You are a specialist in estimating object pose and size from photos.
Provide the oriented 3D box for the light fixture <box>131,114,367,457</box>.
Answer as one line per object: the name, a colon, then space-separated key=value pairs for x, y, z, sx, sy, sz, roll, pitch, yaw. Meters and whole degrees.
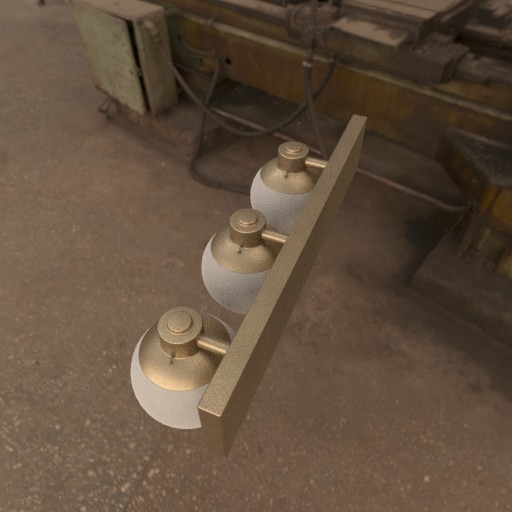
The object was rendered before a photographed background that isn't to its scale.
light fixture: x=0.000 y=0.000 z=0.852 sx=0.218 sy=0.263 sz=0.721 roll=17 pitch=49 yaw=16
